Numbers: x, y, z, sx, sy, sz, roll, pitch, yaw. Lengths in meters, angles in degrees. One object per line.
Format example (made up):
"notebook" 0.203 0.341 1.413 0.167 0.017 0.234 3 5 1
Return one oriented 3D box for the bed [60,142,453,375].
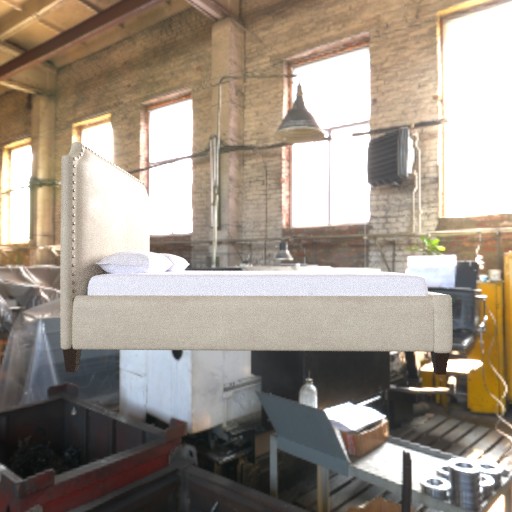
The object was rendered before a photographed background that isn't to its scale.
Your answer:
"bed" 0.000 0.000 3.484 2.372 1.443 1.712 0 -1 2
